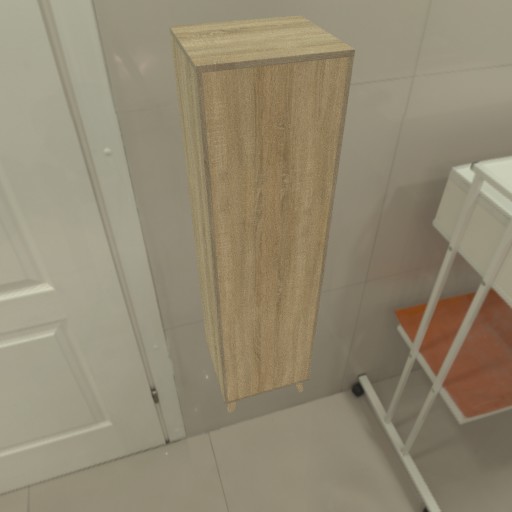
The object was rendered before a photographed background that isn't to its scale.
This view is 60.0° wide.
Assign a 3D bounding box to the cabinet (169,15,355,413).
[{"bbox_3d":[0.000,0.000,2.140,0.510,1.960,0.450,-12,43,-13],"label":"cabinet"}]
